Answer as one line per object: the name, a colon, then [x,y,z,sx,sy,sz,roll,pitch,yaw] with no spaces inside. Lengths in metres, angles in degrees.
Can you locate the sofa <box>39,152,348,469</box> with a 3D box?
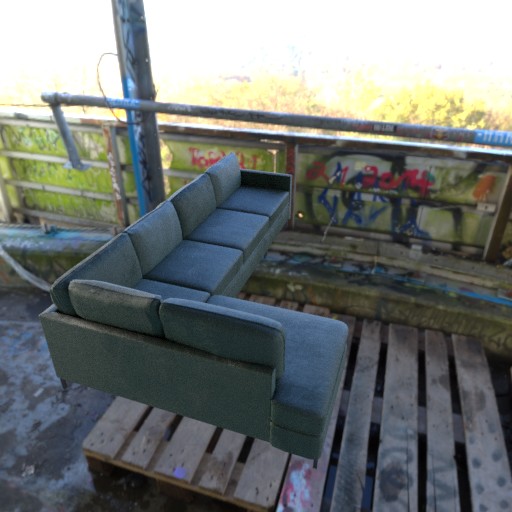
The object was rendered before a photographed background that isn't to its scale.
sofa: [0.000,0.000,4.243,2.048,0.996,3.384,10,32,17]
